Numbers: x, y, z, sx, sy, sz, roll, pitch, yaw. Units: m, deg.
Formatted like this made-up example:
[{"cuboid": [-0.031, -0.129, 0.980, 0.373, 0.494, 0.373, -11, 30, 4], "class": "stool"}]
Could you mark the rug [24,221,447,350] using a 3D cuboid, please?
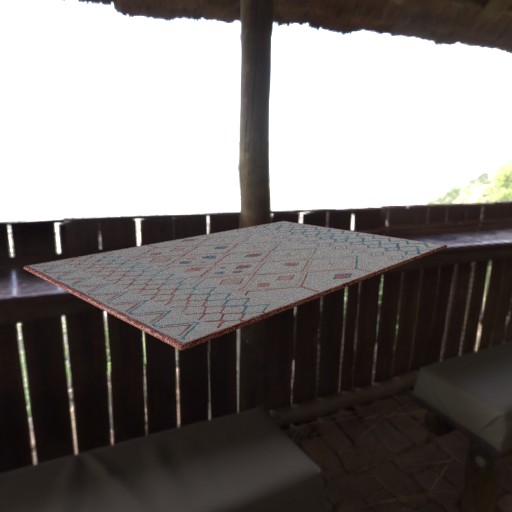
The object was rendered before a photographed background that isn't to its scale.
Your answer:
[{"cuboid": [0.000, 0.000, 2.267, 1.219, 0.016, 1.829, 13, 19, 43], "class": "rug"}]
